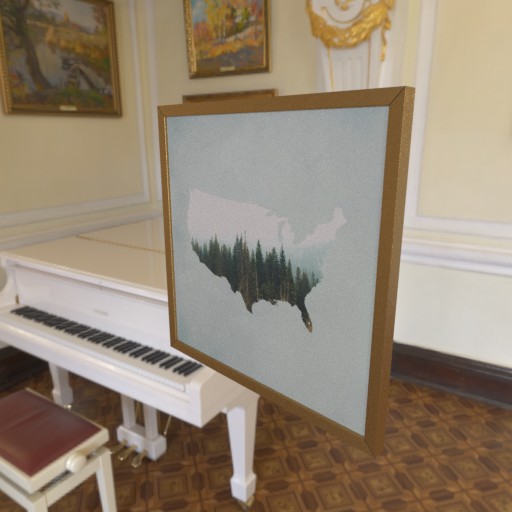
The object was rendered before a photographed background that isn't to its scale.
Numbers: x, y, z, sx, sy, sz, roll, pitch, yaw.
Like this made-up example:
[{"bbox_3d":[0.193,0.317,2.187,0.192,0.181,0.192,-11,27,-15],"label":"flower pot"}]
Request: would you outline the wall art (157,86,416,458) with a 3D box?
[{"bbox_3d":[0.000,0.000,1.137,0.762,0.762,0.038,14,21,42],"label":"wall art"}]
